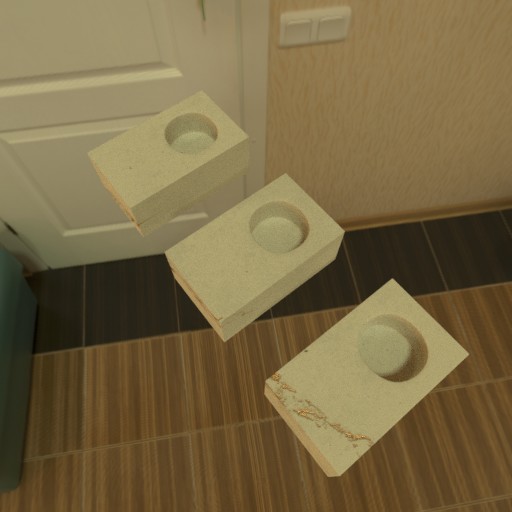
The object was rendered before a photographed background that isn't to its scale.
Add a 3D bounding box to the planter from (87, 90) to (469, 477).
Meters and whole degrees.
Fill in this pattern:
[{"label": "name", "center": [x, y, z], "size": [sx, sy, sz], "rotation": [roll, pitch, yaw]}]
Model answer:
[{"label": "planter", "center": [0.000, 0.000, 0.381], "size": [0.127, 0.051, 0.333], "rotation": [-35, 68, -16]}]
